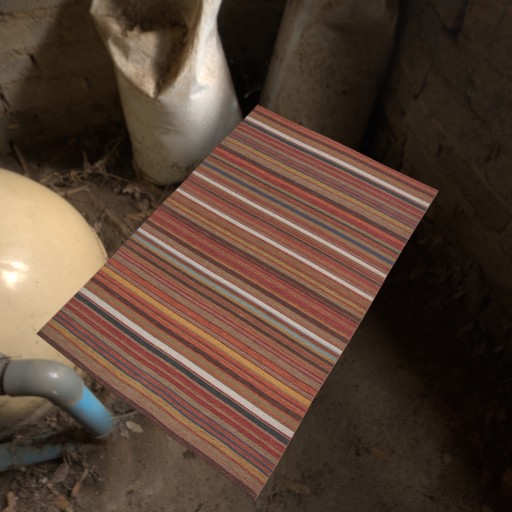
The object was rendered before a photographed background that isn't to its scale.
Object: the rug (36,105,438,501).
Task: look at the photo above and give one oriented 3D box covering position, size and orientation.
[{"bbox_3d":[0.000,0.000,2.254,1.217,0.007,1.828,30,65,16],"label":"rug"}]
